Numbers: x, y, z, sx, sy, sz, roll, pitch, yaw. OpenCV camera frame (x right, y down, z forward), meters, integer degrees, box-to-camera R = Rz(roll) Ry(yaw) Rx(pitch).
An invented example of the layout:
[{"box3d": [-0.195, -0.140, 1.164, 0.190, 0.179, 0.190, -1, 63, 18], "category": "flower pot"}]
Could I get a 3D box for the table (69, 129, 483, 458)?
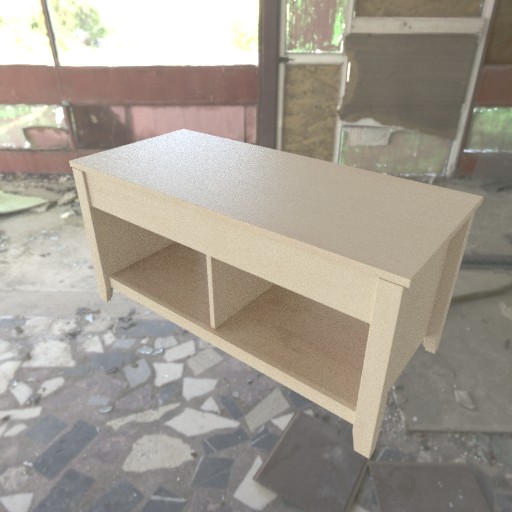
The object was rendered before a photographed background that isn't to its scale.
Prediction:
[{"box3d": [0.000, 0.000, 1.289, 1.016, 0.483, 0.457, 22, 37, 32], "category": "table"}]
